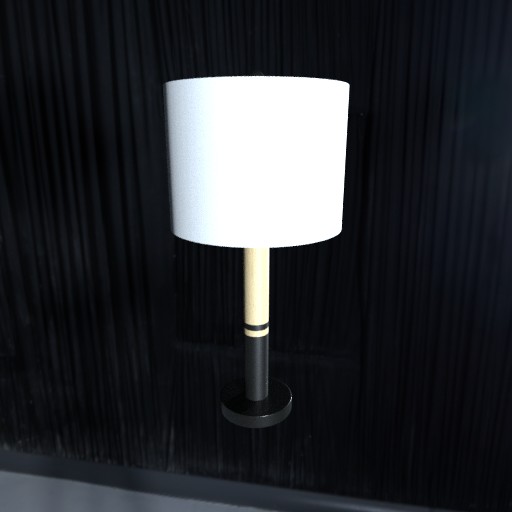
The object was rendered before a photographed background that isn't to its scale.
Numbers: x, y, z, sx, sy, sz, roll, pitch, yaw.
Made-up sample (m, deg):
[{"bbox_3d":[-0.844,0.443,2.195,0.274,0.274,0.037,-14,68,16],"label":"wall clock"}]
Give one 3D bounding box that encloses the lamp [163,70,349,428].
[{"bbox_3d":[0.000,0.000,0.823,0.305,0.640,0.305,3,16,9],"label":"lamp"}]
